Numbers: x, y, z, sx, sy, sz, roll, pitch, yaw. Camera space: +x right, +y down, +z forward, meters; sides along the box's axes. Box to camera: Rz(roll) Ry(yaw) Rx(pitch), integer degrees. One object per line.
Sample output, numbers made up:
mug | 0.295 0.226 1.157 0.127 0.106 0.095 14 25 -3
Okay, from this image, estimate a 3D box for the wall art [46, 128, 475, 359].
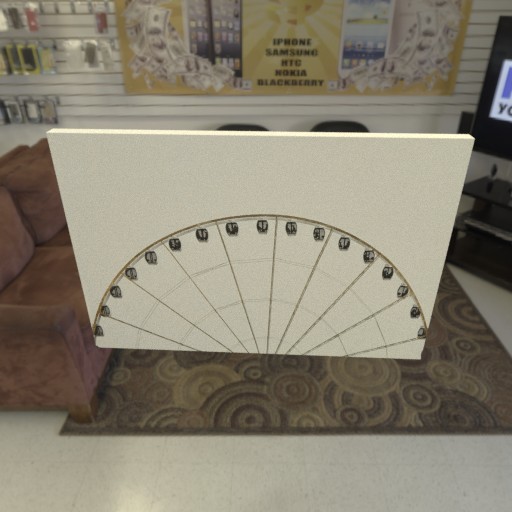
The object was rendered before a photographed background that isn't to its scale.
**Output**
wall art | 0.000 0.000 1.091 0.898 0.601 0.038 2 30 3
